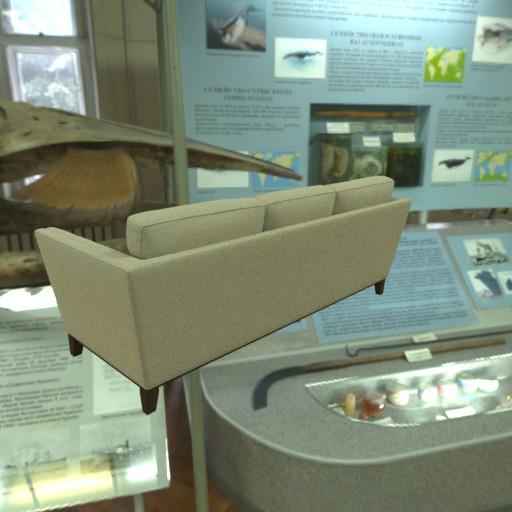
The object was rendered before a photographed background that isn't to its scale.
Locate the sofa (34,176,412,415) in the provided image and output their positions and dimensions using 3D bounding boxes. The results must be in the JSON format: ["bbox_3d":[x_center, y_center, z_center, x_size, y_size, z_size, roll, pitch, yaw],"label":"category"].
[{"bbox_3d":[0.000,0.000,2.918,0.965,0.940,2.388,15,22,42],"label":"sofa"}]
